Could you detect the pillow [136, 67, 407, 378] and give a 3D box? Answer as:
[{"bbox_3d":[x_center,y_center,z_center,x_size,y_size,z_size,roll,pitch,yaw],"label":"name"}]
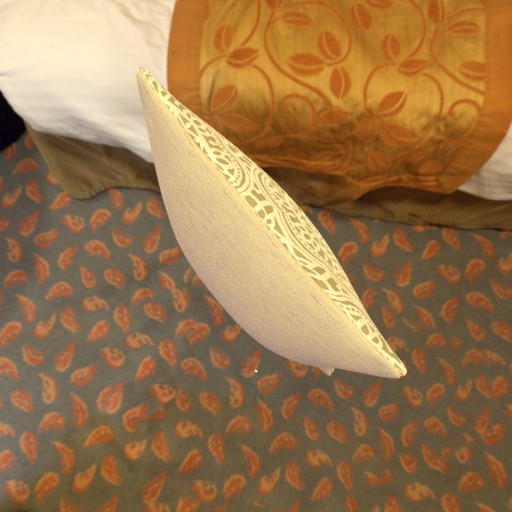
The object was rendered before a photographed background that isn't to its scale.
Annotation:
[{"bbox_3d":[0.000,0.000,0.655,0.167,0.421,0.438,-38,79,-9],"label":"pillow"}]
